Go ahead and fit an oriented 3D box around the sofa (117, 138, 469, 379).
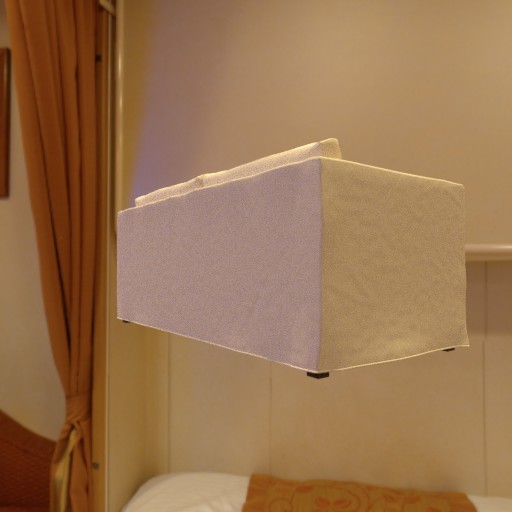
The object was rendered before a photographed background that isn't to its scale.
[{"bbox_3d":[0.000,0.000,2.497,0.940,0.870,1.987,1,-1,-36],"label":"sofa"}]
